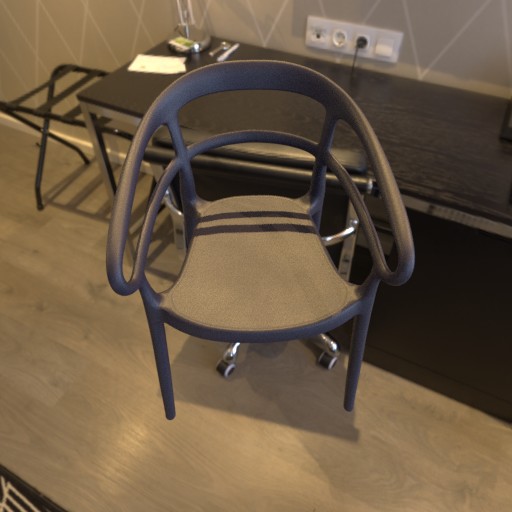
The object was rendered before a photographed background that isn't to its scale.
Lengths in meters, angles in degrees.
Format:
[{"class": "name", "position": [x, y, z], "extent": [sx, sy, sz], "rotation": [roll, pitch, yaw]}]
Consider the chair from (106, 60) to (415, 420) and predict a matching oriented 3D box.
[{"class": "chair", "position": [0.000, 0.000, 1.116], "extent": [0.559, 0.761, 0.527], "rotation": [-2, 47, -2]}]
